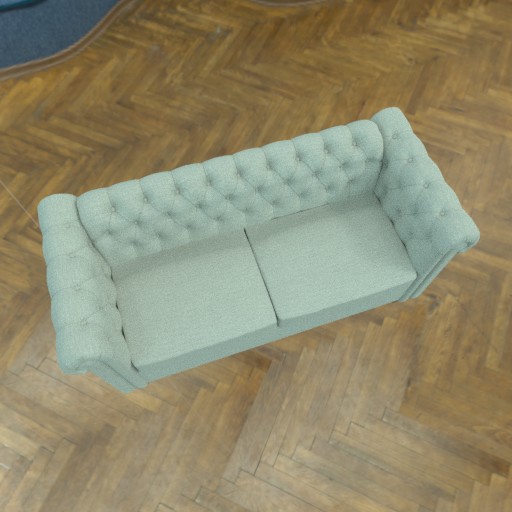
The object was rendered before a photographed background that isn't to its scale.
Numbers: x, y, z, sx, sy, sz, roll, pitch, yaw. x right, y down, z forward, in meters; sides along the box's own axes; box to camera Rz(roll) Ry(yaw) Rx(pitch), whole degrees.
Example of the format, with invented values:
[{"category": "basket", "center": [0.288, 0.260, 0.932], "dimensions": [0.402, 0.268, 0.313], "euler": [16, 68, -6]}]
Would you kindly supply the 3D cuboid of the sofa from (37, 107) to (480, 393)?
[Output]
[{"category": "sofa", "center": [0.000, 0.000, 2.214], "dimensions": [1.798, 0.797, 0.783], "euler": [-17, 64, -8]}]
